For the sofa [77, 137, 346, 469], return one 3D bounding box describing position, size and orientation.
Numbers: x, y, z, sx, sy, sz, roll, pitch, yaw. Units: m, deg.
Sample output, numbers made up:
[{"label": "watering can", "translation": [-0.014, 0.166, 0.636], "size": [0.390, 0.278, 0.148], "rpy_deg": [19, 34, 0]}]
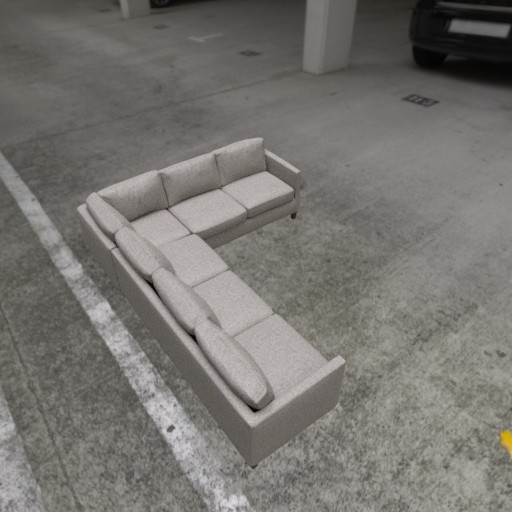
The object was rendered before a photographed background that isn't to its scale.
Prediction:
[{"label": "sofa", "translation": [0.000, 0.000, 4.667], "size": [2.593, 0.947, 3.302], "rpy_deg": [-26, 47, -27]}]
